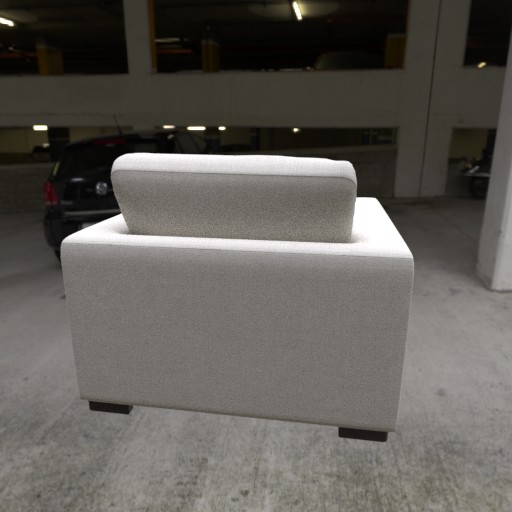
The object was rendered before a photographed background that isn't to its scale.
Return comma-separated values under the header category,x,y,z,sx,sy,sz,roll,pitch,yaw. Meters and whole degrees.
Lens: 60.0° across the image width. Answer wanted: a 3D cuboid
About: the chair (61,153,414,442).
category,x,y,z,sx,sy,sz,roll,pitch,yaw
chair,0.000,0.000,1.855,1.070,0.876,1.100,3,17,9
